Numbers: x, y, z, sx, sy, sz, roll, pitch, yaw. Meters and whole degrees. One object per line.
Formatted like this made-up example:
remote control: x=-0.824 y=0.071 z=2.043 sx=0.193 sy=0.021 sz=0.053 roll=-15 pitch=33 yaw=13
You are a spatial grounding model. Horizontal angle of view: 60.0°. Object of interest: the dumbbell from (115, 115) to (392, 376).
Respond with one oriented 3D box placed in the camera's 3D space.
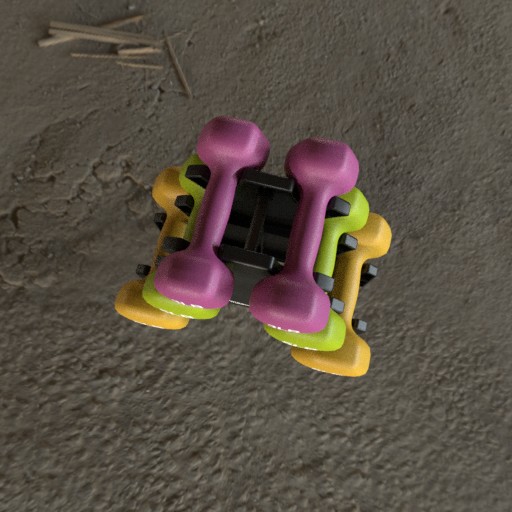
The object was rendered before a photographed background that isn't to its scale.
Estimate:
dumbbell: x=0.000 y=0.000 z=0.467 sx=0.300 sy=0.271 sz=0.190 roll=14 pitch=75 yaw=4
